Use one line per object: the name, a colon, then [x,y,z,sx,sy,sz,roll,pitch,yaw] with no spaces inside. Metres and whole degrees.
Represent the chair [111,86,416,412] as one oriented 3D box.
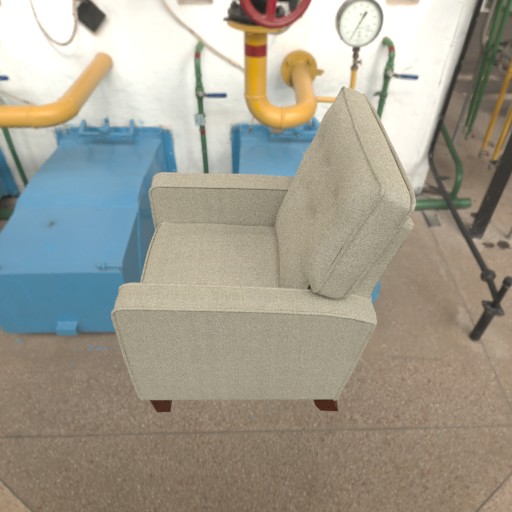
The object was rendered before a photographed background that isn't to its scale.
chair: [0.000,0.000,1.415,0.754,0.888,0.648,0,42,0]
